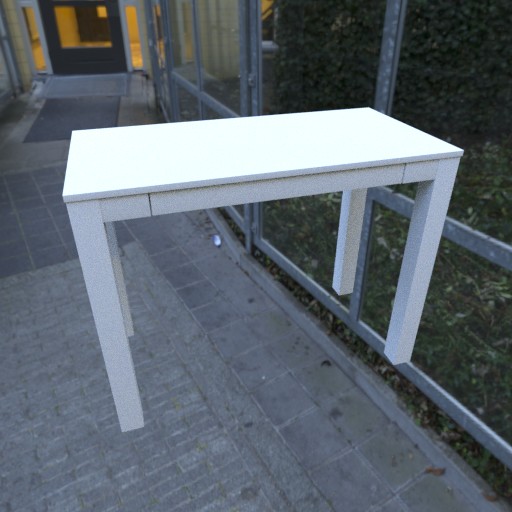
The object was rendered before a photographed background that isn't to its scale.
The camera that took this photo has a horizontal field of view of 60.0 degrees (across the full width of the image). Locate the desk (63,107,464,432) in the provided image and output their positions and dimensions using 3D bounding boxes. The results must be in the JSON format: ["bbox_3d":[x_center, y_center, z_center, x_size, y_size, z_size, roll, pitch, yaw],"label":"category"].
[{"bbox_3d":[0.000,0.000,1.441,0.990,0.762,0.497,-9,33,-15],"label":"desk"}]
